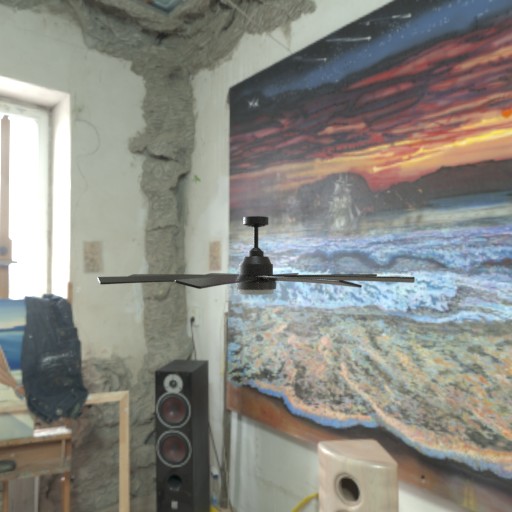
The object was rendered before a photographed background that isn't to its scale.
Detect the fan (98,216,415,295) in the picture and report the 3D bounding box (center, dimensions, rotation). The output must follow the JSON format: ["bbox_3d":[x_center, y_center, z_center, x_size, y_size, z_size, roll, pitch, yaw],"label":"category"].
[{"bbox_3d":[0.000,0.000,2.718,1.830,0.472,1.830,0,-1,18],"label":"fan"}]
